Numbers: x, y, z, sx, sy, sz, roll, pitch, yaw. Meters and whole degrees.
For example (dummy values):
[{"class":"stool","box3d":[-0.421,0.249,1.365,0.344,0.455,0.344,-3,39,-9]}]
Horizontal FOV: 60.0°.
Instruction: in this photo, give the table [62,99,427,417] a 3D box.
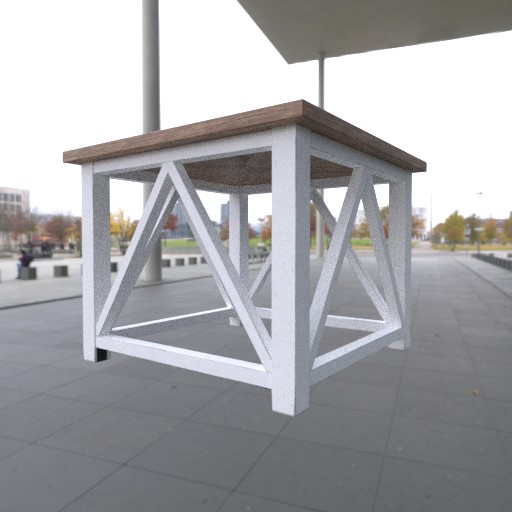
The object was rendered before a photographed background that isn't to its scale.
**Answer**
[{"class":"table","box3d":[0.000,0.000,1.201,0.700,0.532,0.700,1,2,36]}]
